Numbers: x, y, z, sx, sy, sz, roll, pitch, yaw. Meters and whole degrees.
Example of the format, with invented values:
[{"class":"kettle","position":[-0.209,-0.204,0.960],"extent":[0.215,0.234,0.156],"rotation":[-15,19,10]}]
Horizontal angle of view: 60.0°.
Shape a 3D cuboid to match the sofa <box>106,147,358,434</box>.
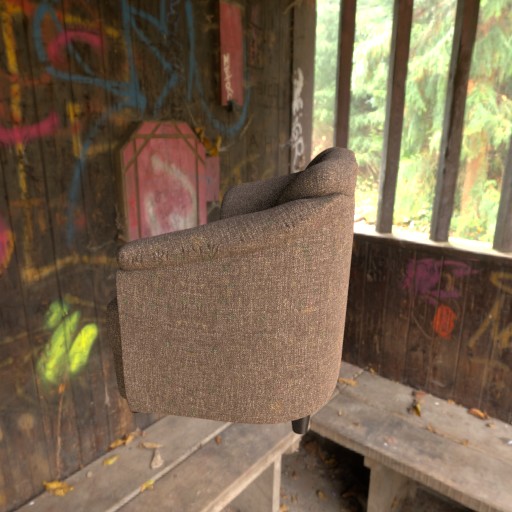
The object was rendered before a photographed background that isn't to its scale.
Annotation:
[{"class":"sofa","position":[0.000,0.000,1.923],"extent":[0.799,0.895,1.404],"rotation":[3,17,11]}]
